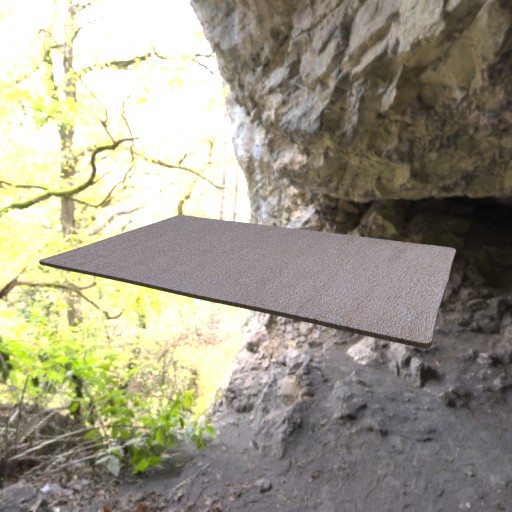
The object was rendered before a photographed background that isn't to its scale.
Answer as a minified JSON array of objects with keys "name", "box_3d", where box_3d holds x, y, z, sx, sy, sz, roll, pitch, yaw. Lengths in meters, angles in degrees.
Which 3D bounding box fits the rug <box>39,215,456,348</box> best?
[{"name":"rug","box_3d":[0.000,0.000,2.932,2.349,0.026,1.500,9,20,26]}]
